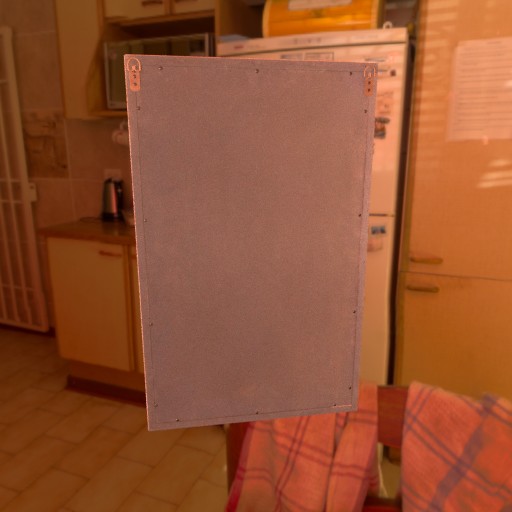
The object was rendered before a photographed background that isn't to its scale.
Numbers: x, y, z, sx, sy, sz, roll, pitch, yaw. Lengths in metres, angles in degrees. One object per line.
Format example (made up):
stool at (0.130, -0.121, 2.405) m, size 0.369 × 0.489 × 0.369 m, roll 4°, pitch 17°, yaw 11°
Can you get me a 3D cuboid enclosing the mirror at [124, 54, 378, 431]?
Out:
mirror at (0.000, 0.000, 0.957) m, size 0.495 × 0.787 × 0.058 m, roll -2°, pitch 14°, yaw -9°
